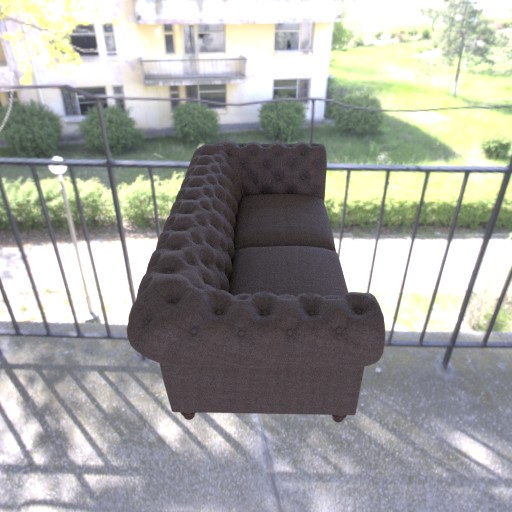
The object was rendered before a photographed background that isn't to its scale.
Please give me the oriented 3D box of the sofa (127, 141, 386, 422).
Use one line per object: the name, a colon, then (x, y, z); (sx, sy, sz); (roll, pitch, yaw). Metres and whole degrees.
sofa: (0.000, 0.000, 2.528); (0.944, 0.780, 2.048); (1, 32, 1)
